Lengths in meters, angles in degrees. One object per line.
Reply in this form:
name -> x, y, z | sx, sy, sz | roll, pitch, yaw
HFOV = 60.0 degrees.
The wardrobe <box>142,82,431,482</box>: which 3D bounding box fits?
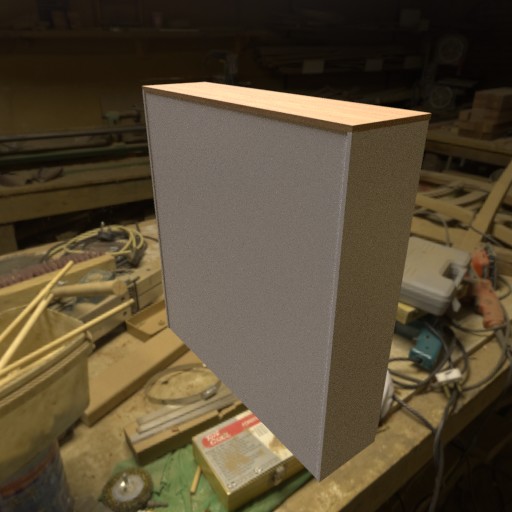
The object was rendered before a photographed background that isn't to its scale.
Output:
wardrobe -> 0.000, 0.000, 3.317 | 0.590, 2.260, 2.160 | -18, 32, -33
